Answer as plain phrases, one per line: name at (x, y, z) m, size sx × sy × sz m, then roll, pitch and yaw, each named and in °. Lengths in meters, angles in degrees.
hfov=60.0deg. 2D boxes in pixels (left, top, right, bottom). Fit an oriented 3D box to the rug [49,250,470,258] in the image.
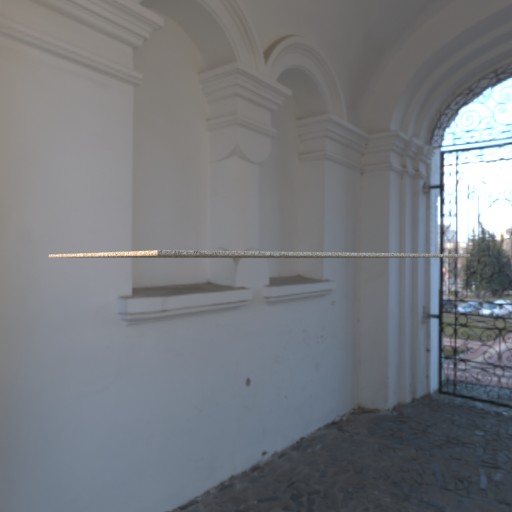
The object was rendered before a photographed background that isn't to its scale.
rug at (0.000, 0.000, 4.038) m, size 3.000 × 0.026 × 2.400 m, roll 0°, pitch -1°, yaw -37°
